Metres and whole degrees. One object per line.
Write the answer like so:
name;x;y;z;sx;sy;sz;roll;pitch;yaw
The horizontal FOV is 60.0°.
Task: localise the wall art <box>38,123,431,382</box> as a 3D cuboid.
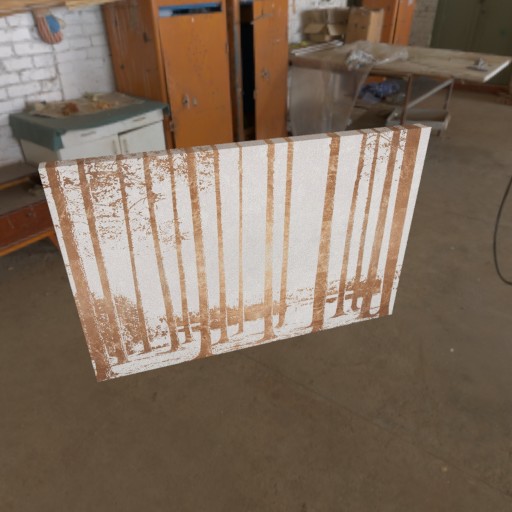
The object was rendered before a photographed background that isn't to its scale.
wall art;0.000;0.000;1.169;0.914;0.609;0.035;-10;34;-15
